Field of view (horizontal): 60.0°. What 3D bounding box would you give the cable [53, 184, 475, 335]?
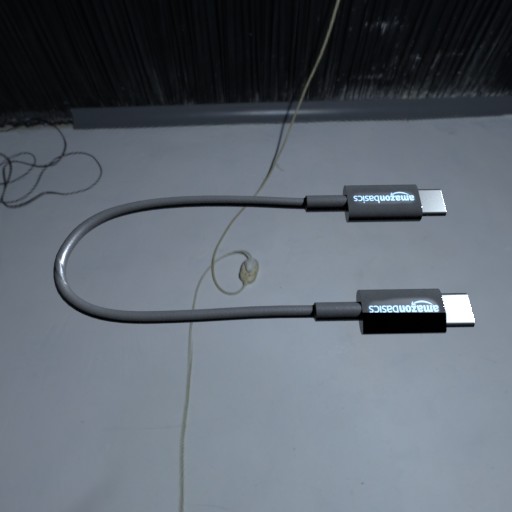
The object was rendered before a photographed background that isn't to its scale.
[{"bbox_3d":[0.000,0.000,0.109,0.098,0.005,0.041,-1,63,0],"label":"cable"}]
